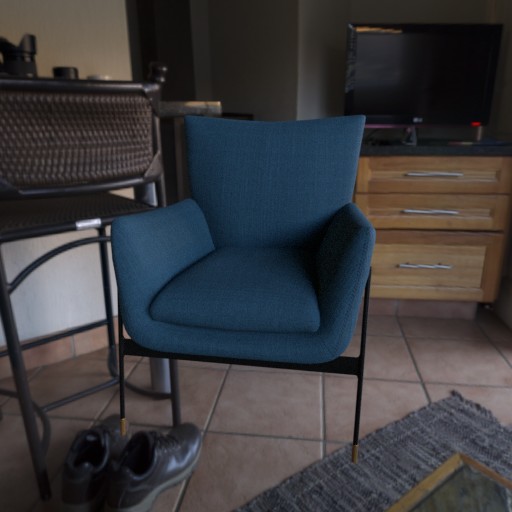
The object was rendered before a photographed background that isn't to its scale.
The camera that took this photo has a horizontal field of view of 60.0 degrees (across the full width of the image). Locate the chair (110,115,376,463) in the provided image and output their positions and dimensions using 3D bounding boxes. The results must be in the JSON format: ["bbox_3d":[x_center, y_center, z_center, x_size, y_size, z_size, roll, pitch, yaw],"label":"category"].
[{"bbox_3d":[0.000,0.000,1.400,0.678,0.859,0.769,3,17,9],"label":"chair"}]
